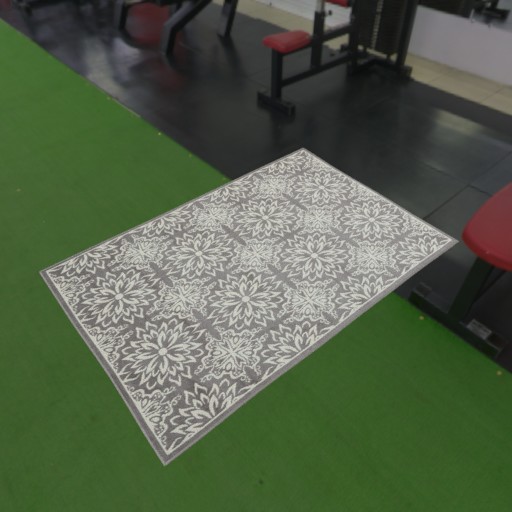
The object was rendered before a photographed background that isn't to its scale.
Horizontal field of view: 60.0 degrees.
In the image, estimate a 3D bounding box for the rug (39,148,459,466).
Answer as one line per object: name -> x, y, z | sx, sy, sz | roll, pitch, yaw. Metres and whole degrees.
rug -> 0.000, 0.000, 2.328 | 1.847, 0.012, 1.224 | -30, 52, -27
